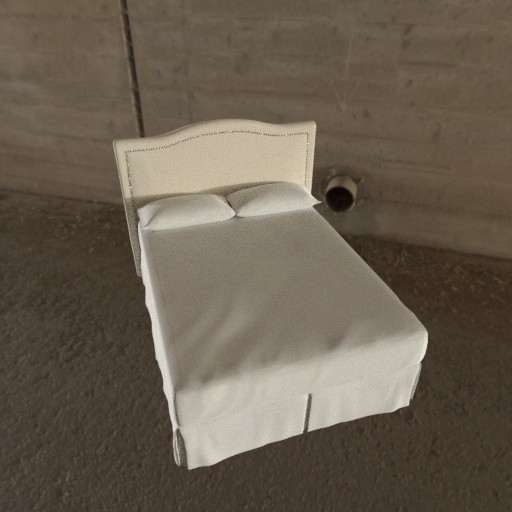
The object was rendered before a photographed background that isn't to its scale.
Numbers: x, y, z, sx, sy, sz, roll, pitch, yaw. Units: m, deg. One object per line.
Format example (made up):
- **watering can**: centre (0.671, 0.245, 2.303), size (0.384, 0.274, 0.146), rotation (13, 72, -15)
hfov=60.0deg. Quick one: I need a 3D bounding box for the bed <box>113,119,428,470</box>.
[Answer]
- **bed**: centre (0.000, 0.000, 3.300), size (1.753, 1.460, 2.143), rotation (-10, 35, -15)
